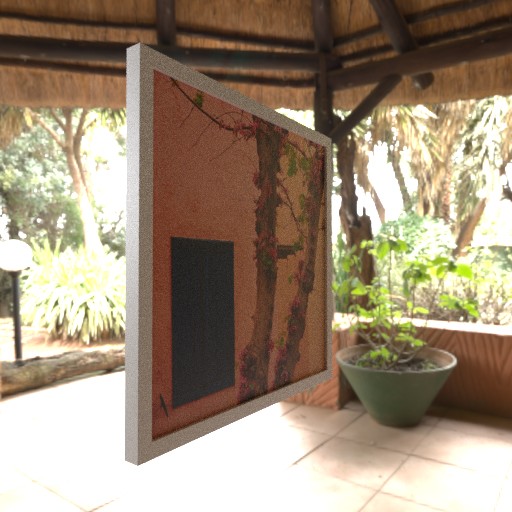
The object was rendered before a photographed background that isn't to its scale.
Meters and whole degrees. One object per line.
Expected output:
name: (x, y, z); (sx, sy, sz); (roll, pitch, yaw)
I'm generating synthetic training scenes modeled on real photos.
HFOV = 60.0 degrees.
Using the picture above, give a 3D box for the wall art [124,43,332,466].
wall art: (0.000, 0.000, 1.115); (0.038, 0.762, 0.762); (-1, -1, 36)
